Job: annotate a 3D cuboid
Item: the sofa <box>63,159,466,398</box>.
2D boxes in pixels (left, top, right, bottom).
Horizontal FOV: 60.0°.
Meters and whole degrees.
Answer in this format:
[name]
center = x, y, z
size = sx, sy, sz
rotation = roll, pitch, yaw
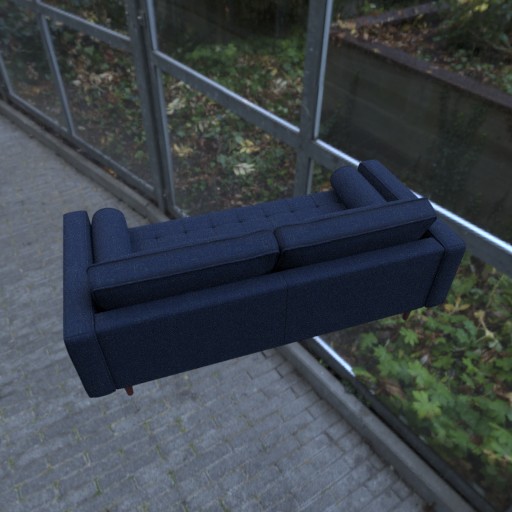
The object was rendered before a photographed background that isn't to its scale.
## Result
[sofa]
center = 0.000, 0.000, 2.373
size = 1.880, 0.762, 0.914
rotation = -12, 43, -13
